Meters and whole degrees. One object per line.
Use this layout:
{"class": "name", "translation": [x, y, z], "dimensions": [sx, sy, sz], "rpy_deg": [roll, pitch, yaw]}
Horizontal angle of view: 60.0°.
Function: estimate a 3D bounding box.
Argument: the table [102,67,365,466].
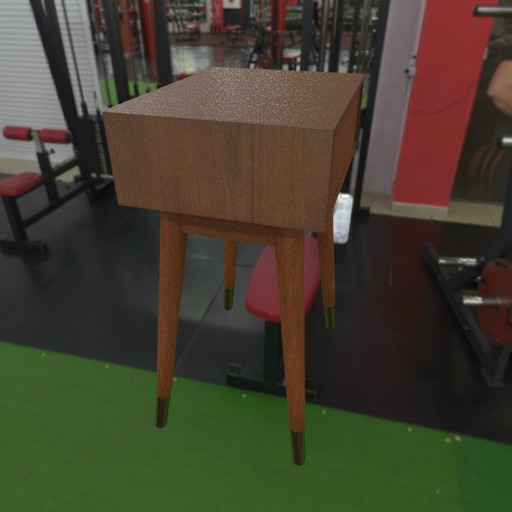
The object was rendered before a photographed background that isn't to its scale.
{"class": "table", "translation": [0.000, 0.000, 0.836], "dimensions": [0.300, 0.599, 0.406], "rpy_deg": [9, 32, 14]}
